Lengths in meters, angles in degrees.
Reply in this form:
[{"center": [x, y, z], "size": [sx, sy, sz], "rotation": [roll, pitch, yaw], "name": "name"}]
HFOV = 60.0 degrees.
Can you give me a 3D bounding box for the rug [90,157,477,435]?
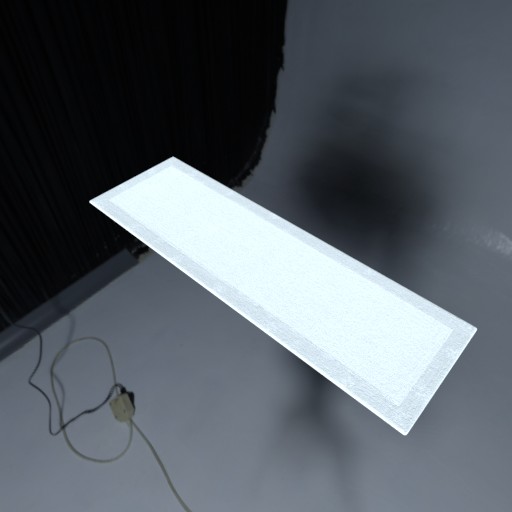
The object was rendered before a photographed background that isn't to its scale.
[{"center": [0.000, 0.000, 2.686], "size": [2.430, 0.012, 0.759], "rotation": [33, 53, 28], "name": "rug"}]
